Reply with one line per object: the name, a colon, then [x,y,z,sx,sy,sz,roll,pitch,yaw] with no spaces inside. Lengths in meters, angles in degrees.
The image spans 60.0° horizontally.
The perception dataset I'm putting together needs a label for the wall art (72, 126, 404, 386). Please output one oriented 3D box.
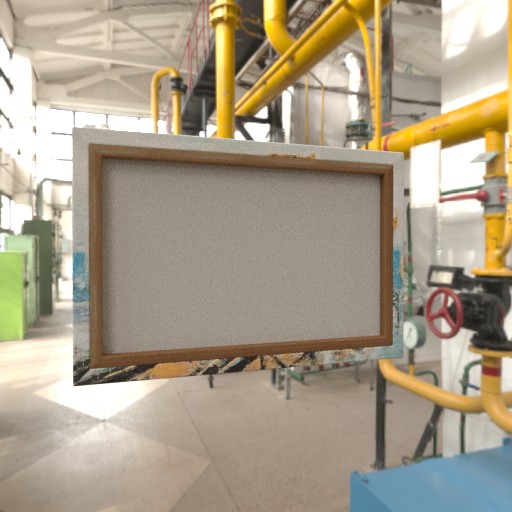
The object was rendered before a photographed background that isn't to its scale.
wall art: [0.000,0.000,1.193,0.913,0.609,0.038,0,1,-18]
